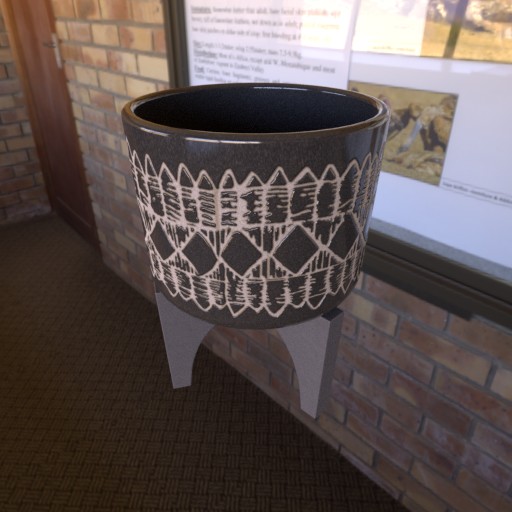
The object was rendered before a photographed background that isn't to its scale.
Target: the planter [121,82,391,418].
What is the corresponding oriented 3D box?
[{"bbox_3d":[0.000,0.000,0.396,0.196,0.264,0.196,8,31,13],"label":"planter"}]
